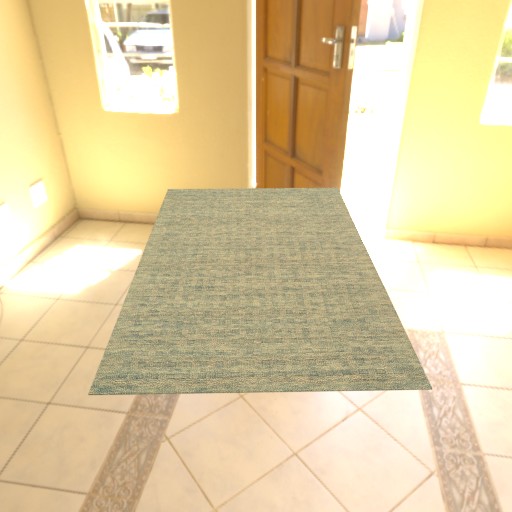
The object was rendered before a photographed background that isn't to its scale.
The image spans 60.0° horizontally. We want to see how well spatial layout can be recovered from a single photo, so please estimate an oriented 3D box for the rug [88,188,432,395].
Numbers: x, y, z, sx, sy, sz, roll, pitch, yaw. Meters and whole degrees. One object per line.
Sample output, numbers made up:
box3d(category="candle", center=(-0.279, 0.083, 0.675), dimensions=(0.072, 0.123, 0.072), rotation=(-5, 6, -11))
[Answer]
box3d(category="rug", center=(0.000, 0.000, 2.221), dimensions=(1.142, 0.006, 1.752), rotation=(-1, 31, -1))
